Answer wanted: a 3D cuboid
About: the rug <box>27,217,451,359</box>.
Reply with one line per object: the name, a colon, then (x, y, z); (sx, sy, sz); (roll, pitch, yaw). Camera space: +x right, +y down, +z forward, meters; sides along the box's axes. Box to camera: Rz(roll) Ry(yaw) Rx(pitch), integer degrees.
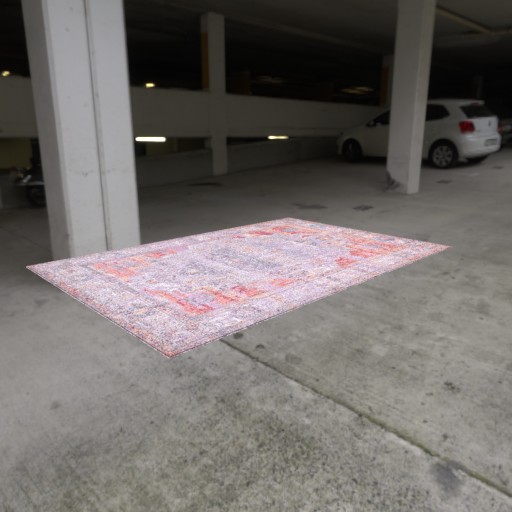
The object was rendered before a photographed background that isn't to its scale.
rug: (0.000, 0.000, 2.267); (1.829, 0.005, 1.219); (-14, 21, -42)
